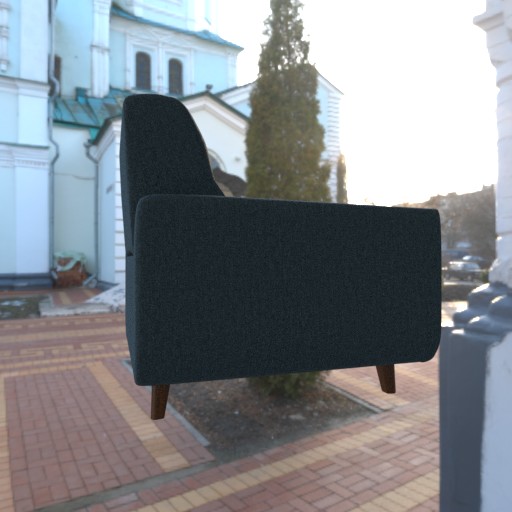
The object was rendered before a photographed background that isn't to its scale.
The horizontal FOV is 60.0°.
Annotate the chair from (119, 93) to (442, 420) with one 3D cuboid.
[{"bbox_3d":[0.000,0.000,1.647,0.964,0.940,0.880,0,0,-18],"label":"chair"}]
